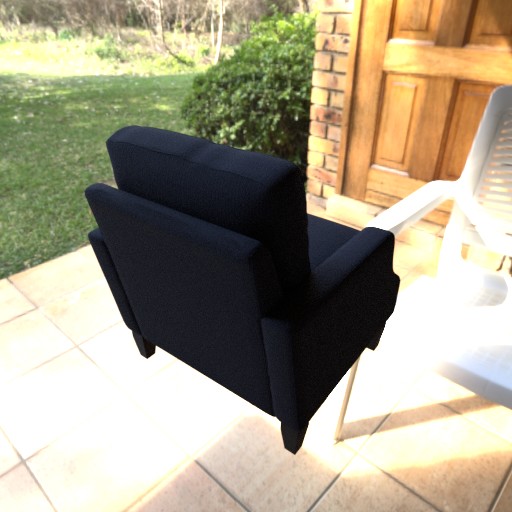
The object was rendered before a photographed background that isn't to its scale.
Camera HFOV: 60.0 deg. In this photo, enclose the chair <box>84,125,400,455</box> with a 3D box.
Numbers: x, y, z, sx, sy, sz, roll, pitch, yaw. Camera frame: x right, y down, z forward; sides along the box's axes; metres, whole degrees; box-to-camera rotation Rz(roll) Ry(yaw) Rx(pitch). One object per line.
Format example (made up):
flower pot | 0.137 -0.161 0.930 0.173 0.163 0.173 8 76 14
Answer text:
chair | 0.000 0.000 1.643 0.855 0.991 0.897 21 37 31
